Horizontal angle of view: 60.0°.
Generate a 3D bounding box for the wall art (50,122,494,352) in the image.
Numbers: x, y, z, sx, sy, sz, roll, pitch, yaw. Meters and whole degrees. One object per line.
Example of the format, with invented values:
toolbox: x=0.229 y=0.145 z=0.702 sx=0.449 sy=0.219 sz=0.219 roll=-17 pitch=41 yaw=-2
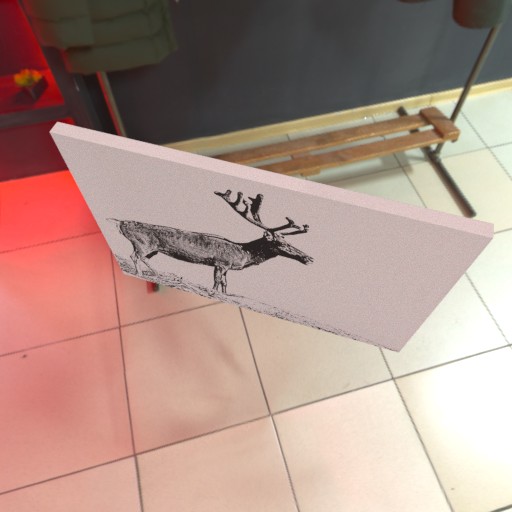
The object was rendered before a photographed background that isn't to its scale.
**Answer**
wall art: x=0.000 y=0.000 z=1.138 sx=0.906 sy=0.617 sz=0.033 roll=15 pitch=60 yaw=9
